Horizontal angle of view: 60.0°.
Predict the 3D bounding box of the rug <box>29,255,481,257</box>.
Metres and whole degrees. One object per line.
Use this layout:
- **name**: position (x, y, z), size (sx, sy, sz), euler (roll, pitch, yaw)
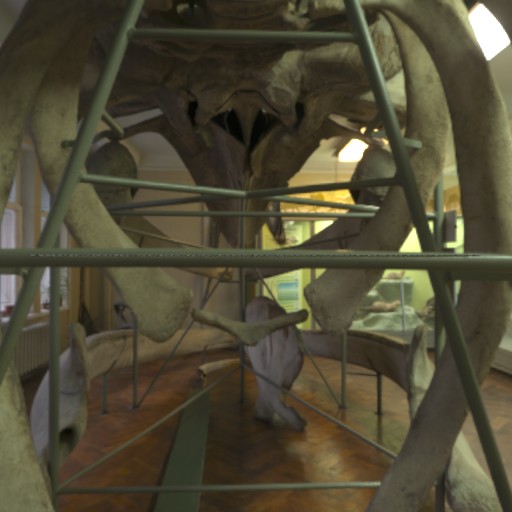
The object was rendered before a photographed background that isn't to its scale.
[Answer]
- **rug**: position (0.000, 0.000, 2.563), size (2.286, 0.008, 0.686), euler (0, 0, -1)
